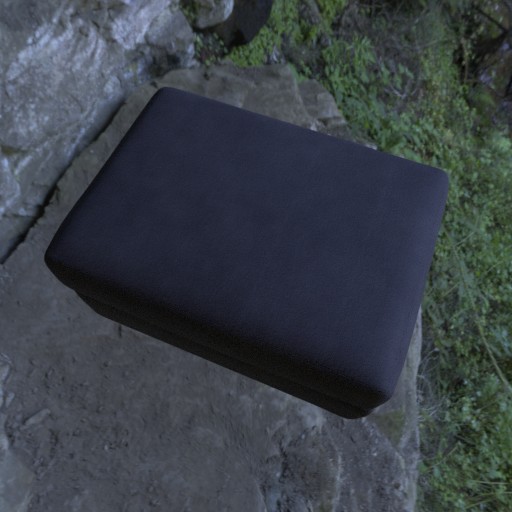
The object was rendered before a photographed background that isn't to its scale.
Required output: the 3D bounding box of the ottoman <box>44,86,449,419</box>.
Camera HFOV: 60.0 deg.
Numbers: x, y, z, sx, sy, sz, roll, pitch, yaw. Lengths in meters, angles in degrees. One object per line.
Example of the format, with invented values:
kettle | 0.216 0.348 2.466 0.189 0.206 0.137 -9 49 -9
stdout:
ottoman | 0.000 0.000 1.143 0.773 0.497 0.574 20 65 10
